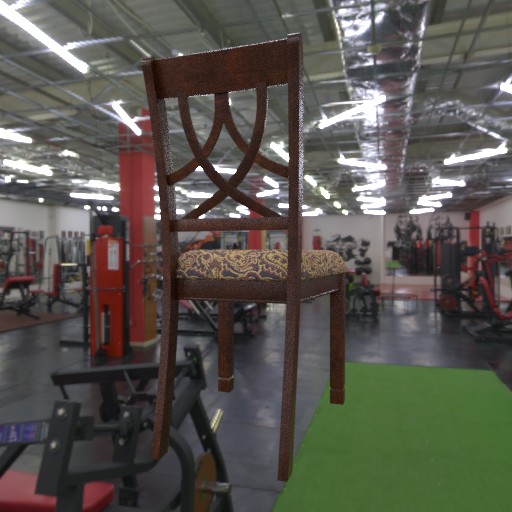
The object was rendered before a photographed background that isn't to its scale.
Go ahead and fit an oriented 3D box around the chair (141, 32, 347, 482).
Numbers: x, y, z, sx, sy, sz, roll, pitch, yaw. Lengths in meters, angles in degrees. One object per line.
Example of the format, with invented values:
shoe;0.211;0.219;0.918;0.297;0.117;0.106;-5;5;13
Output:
chair;0.000;0.000;1.278;0.457;0.965;0.584;0;1;18
